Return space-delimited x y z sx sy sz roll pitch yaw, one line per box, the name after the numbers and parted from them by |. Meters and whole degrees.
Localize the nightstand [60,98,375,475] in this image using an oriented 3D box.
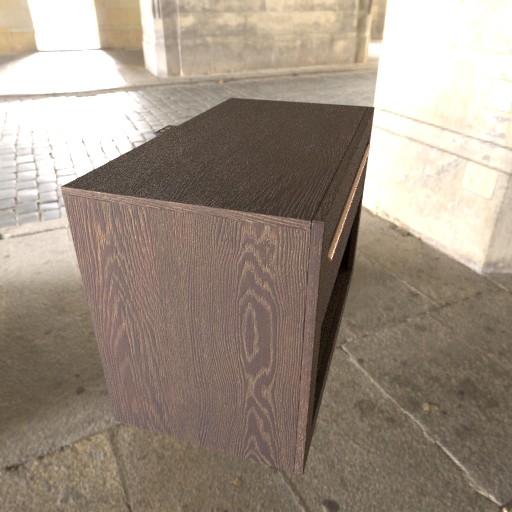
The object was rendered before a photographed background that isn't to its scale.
0.000 0.000 1.127 0.457 0.612 0.775 9 31 15 | nightstand
